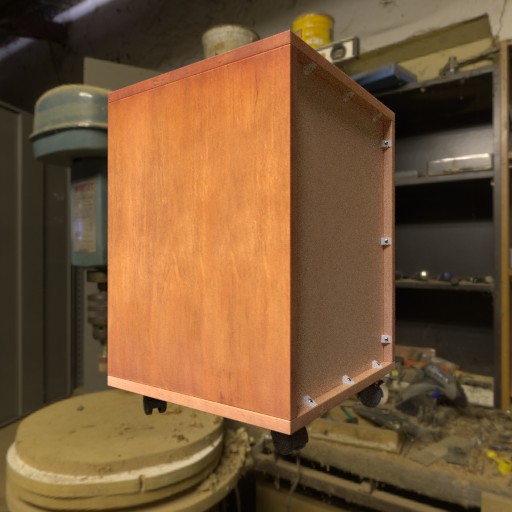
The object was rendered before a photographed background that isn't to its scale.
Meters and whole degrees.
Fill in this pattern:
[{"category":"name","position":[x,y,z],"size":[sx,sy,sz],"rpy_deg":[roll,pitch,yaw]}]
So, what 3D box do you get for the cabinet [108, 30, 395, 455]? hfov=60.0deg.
[{"category":"cabinet","position":[0.000,0.000,0.850],"size":[0.401,0.579,0.409],"rpy_deg":[0,0,36]}]
